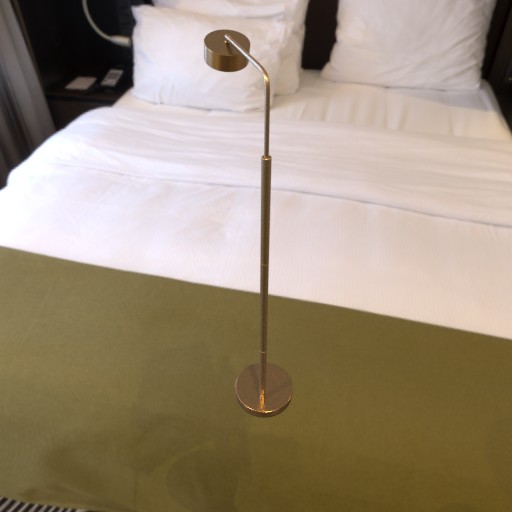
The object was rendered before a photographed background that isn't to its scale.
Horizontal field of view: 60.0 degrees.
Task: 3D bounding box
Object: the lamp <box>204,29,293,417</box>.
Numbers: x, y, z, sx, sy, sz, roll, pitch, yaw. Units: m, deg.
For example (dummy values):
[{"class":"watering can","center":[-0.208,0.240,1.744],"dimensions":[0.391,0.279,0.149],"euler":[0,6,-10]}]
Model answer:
[{"class":"lamp","center":[0.000,0.000,1.400],"dimensions":[0.219,1.230,0.418],"euler":[-12,42,-14]}]
